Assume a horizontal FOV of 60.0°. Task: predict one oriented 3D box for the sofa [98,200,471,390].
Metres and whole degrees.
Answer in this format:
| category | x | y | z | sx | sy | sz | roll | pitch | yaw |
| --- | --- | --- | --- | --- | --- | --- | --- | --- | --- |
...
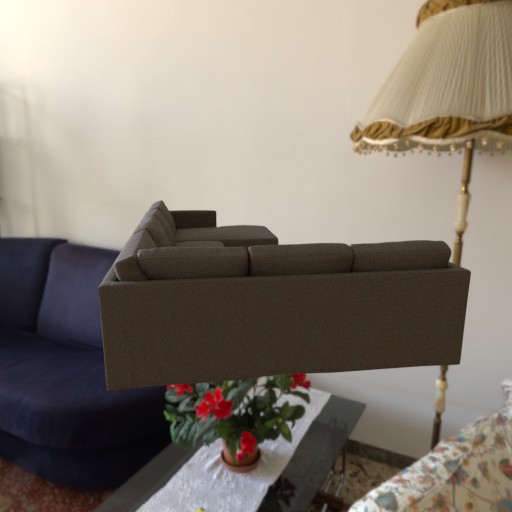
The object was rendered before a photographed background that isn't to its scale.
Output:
| category | x | y | z | sx | sy | sz | roll | pitch | yaw |
| --- | --- | --- | --- | --- | --- | --- | --- | --- | --- |
| sofa | 0.000 | 0.000 | 4.511 | 2.427 | 0.882 | 3.460 | -2 | 13 | -8 |
